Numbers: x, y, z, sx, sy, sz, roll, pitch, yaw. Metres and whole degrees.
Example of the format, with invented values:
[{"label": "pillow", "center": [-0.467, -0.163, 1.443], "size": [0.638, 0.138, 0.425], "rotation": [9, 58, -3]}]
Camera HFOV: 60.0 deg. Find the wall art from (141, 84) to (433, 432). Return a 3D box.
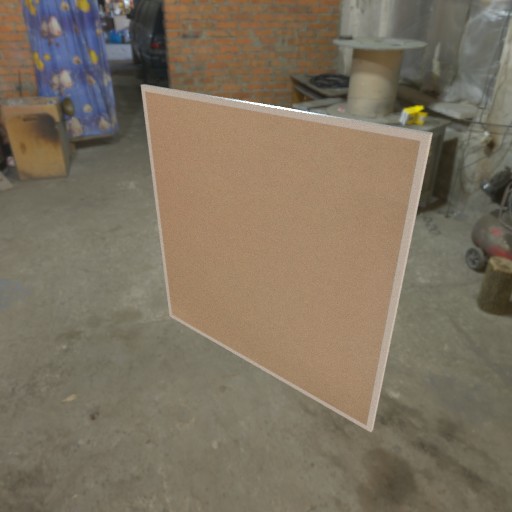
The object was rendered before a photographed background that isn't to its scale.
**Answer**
[{"label": "wall art", "center": [0.000, 0.000, 1.221], "size": [0.809, 0.809, 0.012], "rotation": [22, 37, 33]}]
